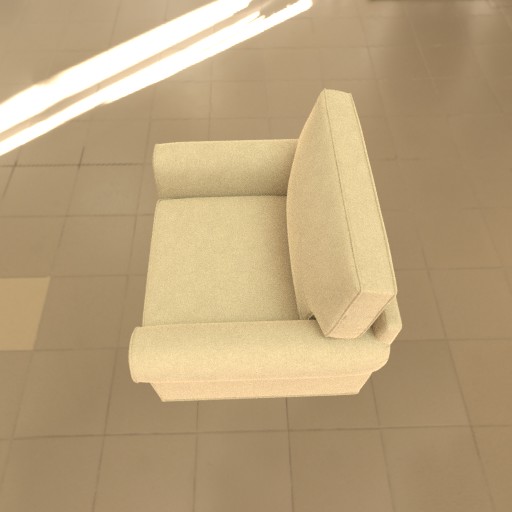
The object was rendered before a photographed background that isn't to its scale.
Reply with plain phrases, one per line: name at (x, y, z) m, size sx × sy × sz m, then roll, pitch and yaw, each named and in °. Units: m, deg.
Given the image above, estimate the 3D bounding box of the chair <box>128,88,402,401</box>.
chair at (0.000, 0.000, 1.774) m, size 0.863 × 0.955 × 1.040 m, roll -2°, pitch 57°, yaw -1°
